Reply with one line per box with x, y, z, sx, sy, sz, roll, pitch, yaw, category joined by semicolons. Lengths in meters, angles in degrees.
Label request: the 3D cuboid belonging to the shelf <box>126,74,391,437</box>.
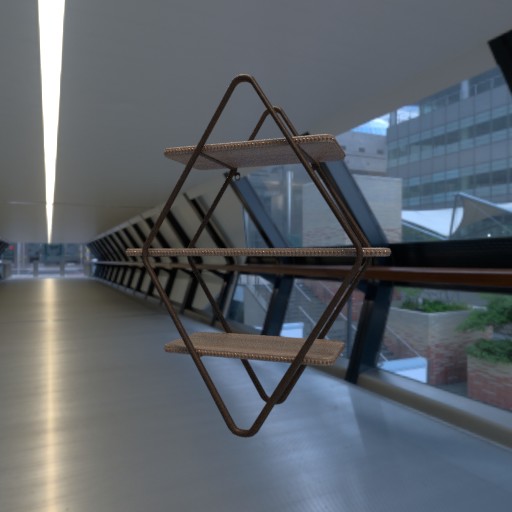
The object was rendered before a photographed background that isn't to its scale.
0.000;0.000;1.052;0.609;0.774;0.234;0;0;19;shelf
